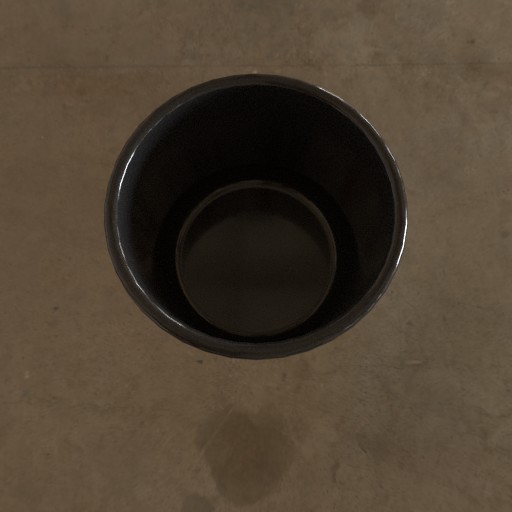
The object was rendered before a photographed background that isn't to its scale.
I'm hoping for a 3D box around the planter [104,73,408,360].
[{"bbox_3d":[0.000,0.000,0.411,0.196,0.264,0.196,35,78,9],"label":"planter"}]
